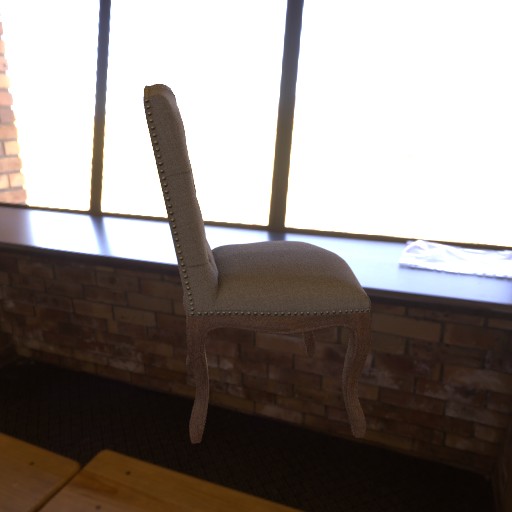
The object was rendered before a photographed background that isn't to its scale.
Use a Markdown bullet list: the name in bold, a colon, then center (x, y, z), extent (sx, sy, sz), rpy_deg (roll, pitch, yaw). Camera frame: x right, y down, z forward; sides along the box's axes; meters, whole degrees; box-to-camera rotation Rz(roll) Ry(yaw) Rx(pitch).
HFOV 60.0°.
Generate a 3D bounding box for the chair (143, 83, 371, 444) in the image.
- **chair**: center (0.000, 0.000, 1.645), extent (0.731, 1.191, 0.637), rpy_deg (-3, 17, -10)
